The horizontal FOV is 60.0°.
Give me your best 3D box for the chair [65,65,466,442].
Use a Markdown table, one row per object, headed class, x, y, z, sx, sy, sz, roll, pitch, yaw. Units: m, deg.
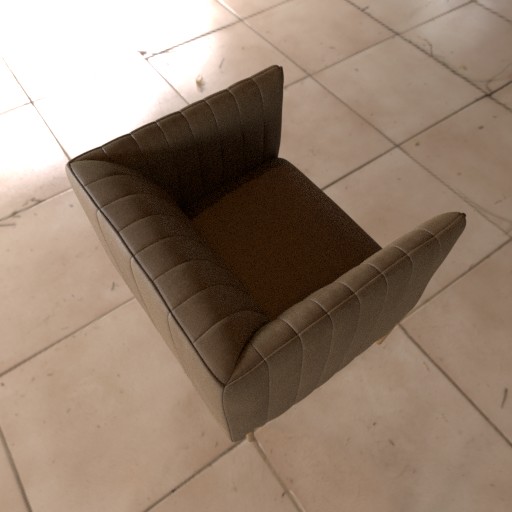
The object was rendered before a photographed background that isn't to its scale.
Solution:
| class | x | y | z | sx | sy | sz | roll | pitch | yaw |
| --- | --- | --- | --- | --- | --- | --- | --- | --- | --- |
| chair | 0.000 | 0.000 | 1.643 | 0.876 | 0.779 | 0.981 | -32 | 63 | -18 |
